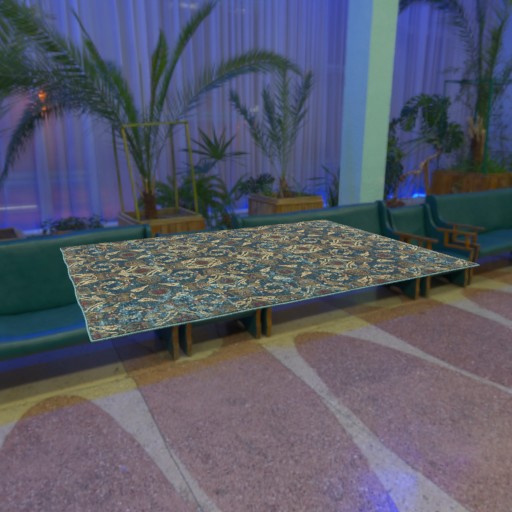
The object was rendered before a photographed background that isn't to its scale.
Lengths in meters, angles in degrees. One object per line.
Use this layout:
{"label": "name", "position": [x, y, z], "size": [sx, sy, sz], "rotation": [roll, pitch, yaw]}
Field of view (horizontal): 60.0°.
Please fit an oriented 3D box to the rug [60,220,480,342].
{"label": "rug", "position": [0.000, 0.000, 2.837], "size": [2.207, 0.014, 1.567], "rotation": [-8, 18, -26]}
